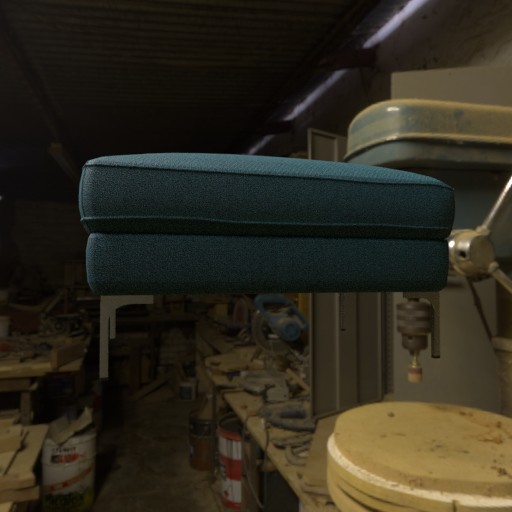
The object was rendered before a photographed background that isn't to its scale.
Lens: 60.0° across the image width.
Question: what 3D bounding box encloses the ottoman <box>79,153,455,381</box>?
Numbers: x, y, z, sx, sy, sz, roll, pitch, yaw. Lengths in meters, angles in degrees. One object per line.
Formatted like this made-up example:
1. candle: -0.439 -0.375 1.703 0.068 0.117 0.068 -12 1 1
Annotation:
1. ottoman: 0.000 0.000 1.202 0.856 0.498 0.563 0 -2 -16
